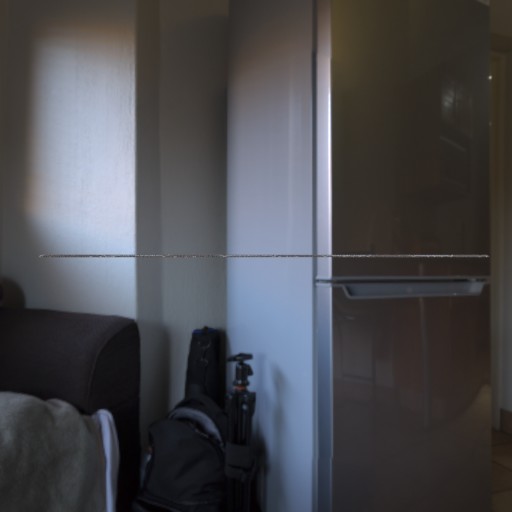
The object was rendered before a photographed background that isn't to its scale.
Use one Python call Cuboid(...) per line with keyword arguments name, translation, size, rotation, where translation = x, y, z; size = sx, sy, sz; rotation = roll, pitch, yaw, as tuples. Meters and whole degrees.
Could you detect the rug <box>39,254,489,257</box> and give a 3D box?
Cuboid(name="rug", translation=(0.000, 0.000, 3.027), size=(2.457, 0.012, 1.541), rotation=(0, 0, -17))
